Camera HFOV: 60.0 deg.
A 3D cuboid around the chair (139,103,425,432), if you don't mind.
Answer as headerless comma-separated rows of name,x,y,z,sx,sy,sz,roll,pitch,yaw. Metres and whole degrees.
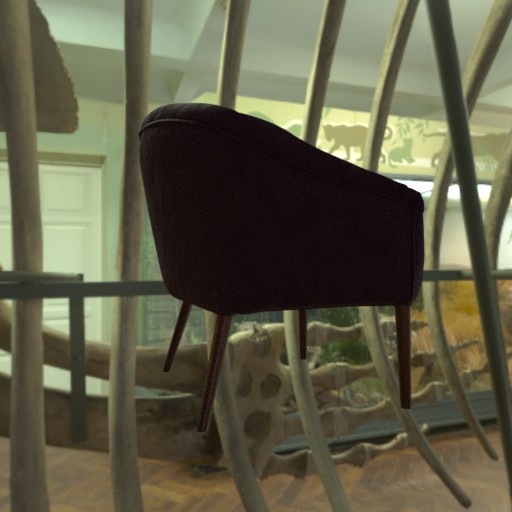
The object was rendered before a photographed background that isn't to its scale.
chair,0.000,0.000,1.503,0.776,0.885,0.851,0,-1,-19
